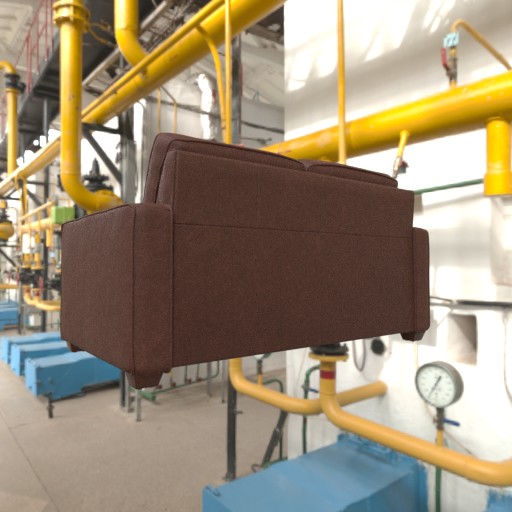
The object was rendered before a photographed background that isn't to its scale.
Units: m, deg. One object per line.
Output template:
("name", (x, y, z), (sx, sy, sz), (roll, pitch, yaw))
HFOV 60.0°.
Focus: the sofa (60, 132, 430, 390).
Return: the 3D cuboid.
("sofa", (0.000, 0.000, 2.286), (1.709, 0.918, 0.947), (1, -2, -37))
